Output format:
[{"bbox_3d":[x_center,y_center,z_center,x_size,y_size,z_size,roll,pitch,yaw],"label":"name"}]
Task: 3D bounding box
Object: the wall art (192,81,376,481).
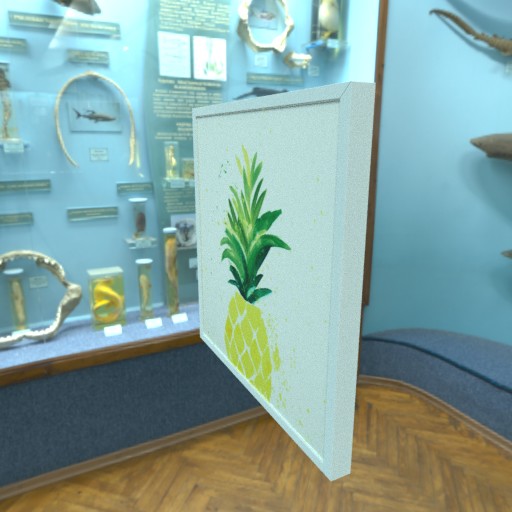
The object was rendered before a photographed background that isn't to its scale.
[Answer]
[{"bbox_3d":[0.000,0.000,0.459,0.020,0.307,0.307,-7,17,-26],"label":"wall art"}]
